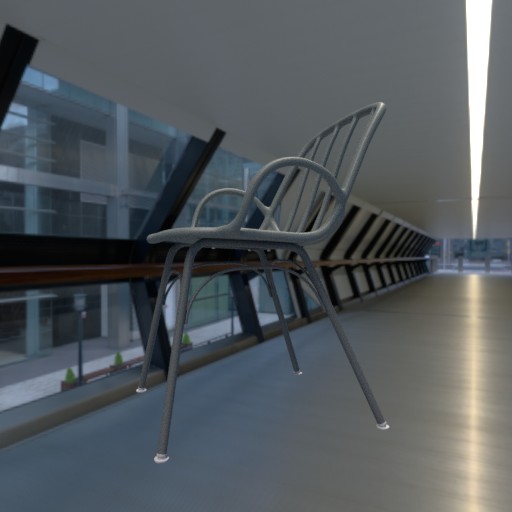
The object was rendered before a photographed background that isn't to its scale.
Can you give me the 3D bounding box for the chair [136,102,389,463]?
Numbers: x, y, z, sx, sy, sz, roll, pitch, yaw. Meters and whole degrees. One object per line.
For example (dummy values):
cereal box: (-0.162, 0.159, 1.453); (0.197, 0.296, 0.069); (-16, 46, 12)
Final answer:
chair: (0.000, 0.000, 1.201); (0.597, 0.816, 0.549); (0, 1, -19)
